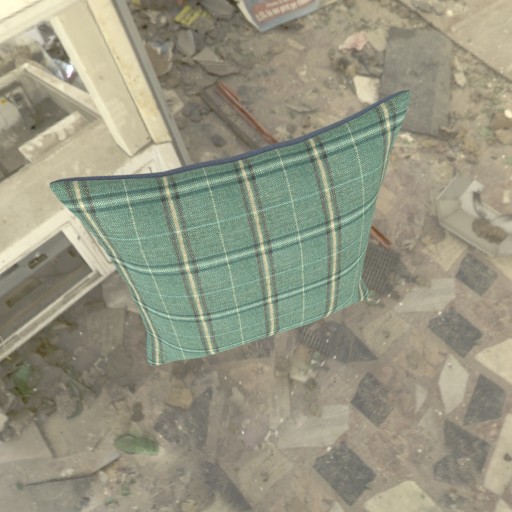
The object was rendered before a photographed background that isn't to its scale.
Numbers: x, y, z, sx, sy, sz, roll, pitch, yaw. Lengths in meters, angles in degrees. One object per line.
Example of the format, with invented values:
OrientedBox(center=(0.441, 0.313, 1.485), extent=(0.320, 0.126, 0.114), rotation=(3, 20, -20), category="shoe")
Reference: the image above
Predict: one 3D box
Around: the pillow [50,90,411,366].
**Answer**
OrientedBox(center=(0.000, 0.000, 0.695), extent=(0.453, 0.430, 0.200), rotation=(-17, 64, -8), category="pillow")
